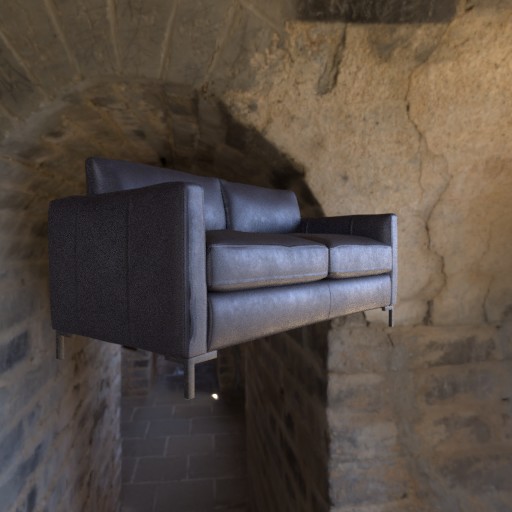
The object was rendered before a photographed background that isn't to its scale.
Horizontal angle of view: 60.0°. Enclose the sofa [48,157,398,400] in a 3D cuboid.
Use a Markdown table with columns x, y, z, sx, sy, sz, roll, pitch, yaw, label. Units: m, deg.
| x | y | z | sx | sy | sz | roll | pitch | yaw | label |
| --- | --- | --- | --- | --- | --- | --- | --- | --- | --- |
| 0.000 | 0.000 | 2.302 | 0.947 | 0.883 | 1.805 | 1 | 1 | 36 | sofa |
